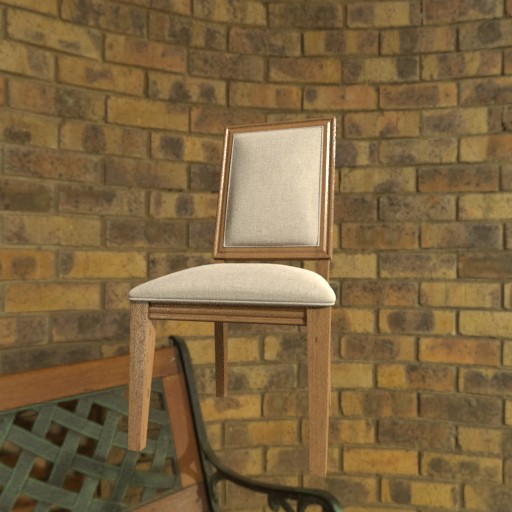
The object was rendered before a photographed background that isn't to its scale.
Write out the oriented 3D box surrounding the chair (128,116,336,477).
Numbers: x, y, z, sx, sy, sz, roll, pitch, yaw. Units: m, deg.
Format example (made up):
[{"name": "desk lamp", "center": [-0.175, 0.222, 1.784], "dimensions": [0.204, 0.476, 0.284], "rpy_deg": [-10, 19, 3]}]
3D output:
[{"name": "chair", "center": [0.000, 0.000, 1.344], "dimensions": [0.536, 0.988, 0.601], "rpy_deg": [0, -1, 17]}]
